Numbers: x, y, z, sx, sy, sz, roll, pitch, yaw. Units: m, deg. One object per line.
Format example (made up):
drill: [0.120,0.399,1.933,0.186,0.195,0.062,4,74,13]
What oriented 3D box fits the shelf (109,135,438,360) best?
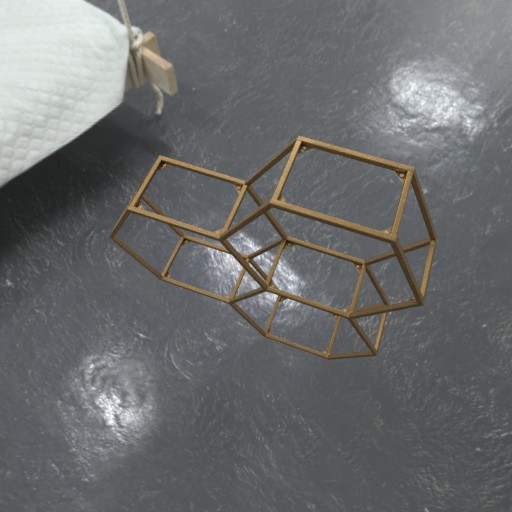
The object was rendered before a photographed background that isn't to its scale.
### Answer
shelf: [0.000,0.000,1.053,0.708,0.701,0.150,18,64,9]
